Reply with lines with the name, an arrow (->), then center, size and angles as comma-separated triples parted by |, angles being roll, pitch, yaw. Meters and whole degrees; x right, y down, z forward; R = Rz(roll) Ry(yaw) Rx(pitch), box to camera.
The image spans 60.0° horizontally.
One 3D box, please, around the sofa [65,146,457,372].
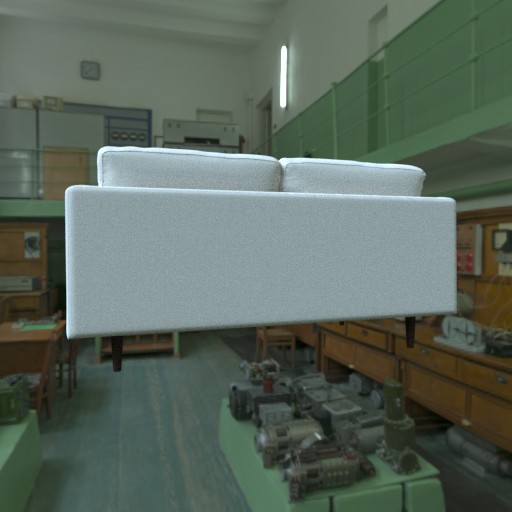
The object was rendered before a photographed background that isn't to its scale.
sofa -> 0.000, 0.000, 2.261 | 1.713, 0.893, 0.940 | 0, 1, -18
